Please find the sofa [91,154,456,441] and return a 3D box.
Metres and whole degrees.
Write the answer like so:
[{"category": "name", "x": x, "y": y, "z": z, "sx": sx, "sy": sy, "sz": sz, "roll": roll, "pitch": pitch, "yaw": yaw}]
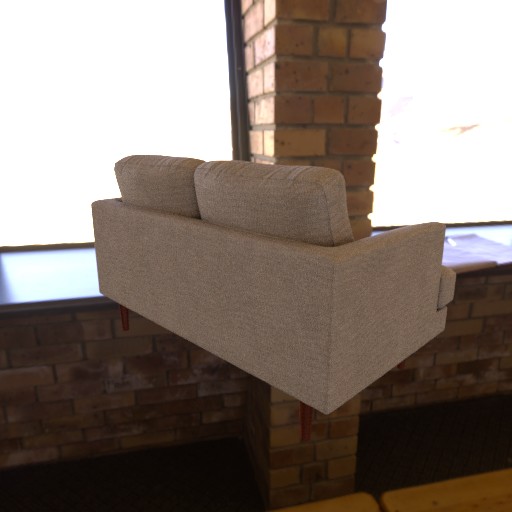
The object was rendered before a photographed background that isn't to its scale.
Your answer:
[{"category": "sofa", "x": 0.000, "y": 0.000, "z": 2.132, "sx": 0.903, "sy": 0.944, "sz": 1.582, "roll": -15, "pitch": 22, "yaw": -43}]
